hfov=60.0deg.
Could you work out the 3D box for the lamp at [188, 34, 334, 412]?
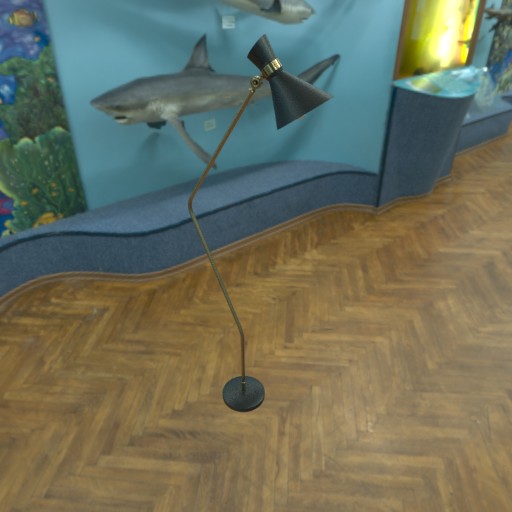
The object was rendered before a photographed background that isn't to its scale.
[{"bbox_3d":[0.000,0.000,1.592,0.277,1.438,0.467,-22,38,-32],"label":"lamp"}]
